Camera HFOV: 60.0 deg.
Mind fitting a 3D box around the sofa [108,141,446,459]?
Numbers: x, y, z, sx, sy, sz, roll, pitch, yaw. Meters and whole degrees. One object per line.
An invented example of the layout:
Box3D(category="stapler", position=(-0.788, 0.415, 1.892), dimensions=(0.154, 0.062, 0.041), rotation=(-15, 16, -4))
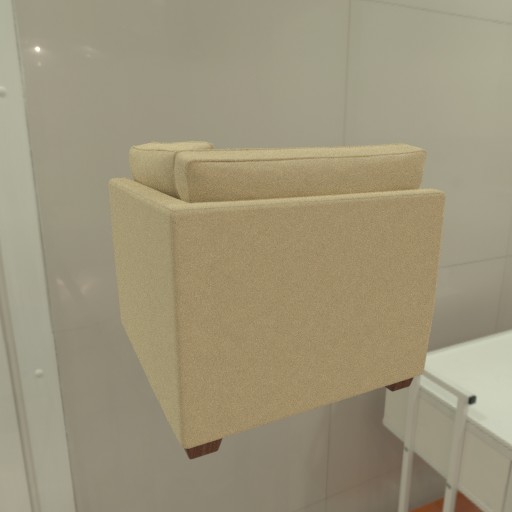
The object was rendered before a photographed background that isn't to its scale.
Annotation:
Box3D(category="sofa", position=(0.000, 0.000, 1.996), dimensions=(1.084, 1.002, 1.146), rotation=(-7, 16, -25))
